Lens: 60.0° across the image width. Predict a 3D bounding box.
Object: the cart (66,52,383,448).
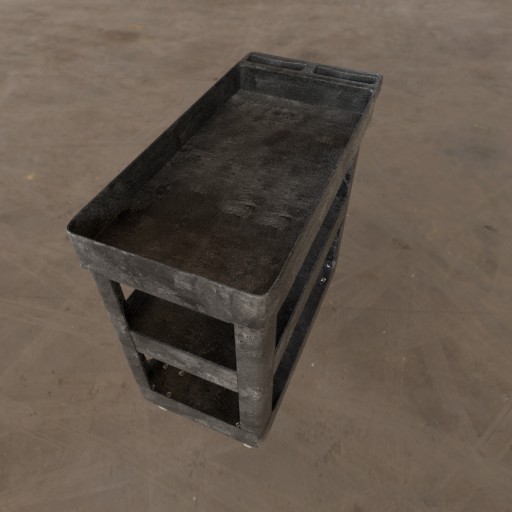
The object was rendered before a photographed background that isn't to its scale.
[{"bbox_3d":[0.000,0.000,1.337,0.420,0.824,0.877,18,49,16],"label":"cart"}]
